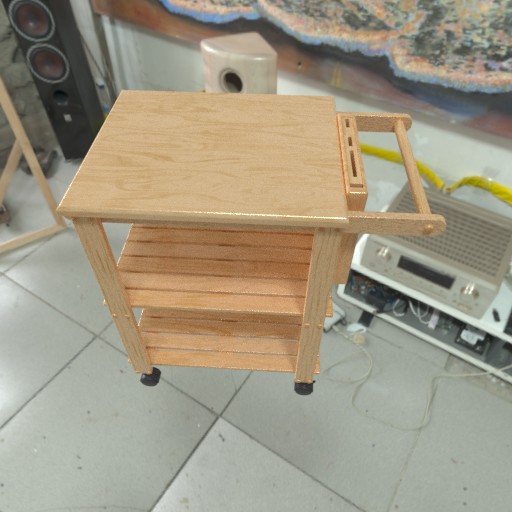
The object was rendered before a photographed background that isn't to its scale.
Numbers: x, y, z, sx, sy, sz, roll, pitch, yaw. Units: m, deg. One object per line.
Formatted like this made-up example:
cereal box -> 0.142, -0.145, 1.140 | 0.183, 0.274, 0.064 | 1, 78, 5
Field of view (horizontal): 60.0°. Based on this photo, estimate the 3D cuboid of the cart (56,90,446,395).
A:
cart -> 0.000, 0.000, 1.379 | 0.843, 0.816, 0.520 | 3, 47, 2
